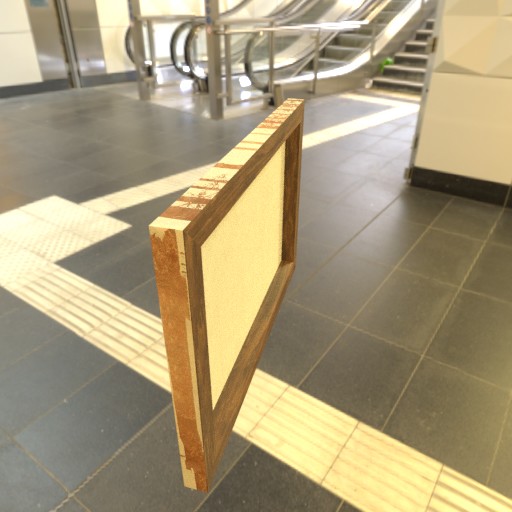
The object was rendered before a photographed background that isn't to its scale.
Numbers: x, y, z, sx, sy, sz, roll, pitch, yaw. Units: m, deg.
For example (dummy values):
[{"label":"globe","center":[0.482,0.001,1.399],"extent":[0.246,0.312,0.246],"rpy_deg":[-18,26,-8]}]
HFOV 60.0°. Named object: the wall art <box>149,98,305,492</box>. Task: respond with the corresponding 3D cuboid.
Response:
[{"label":"wall art","center":[0.000,0.000,0.762],"extent":[0.035,0.405,0.609],"rpy_deg":[8,32,14]}]
